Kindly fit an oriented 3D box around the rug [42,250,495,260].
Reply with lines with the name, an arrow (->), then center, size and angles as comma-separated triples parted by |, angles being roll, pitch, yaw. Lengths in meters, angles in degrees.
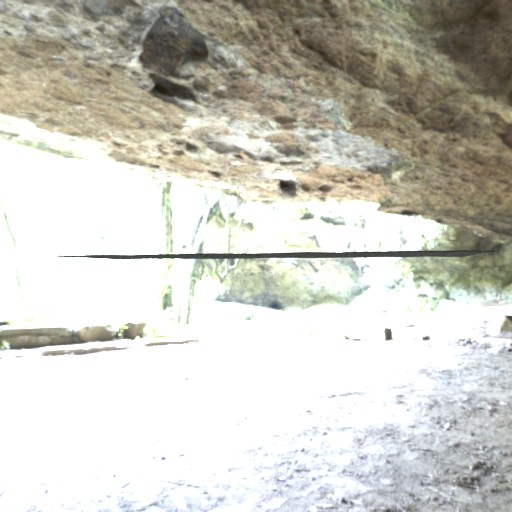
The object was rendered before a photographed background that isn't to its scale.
rug -> 0.000, 0.000, 2.694 | 2.476, 0.010, 0.807 | -1, -2, 16
